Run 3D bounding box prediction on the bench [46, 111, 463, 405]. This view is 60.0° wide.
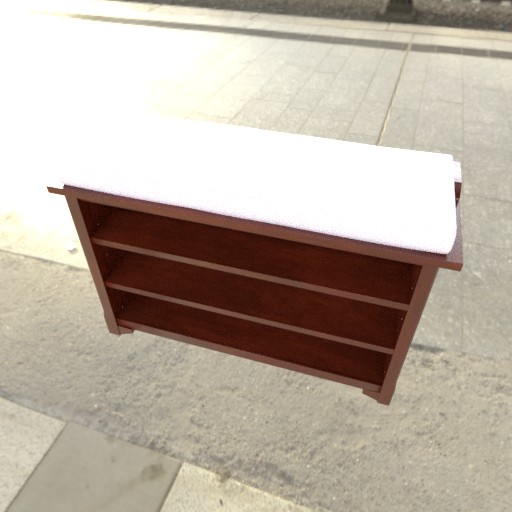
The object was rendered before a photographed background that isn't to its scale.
[{"bbox_3d":[0.000,0.000,1.305,0.987,0.646,0.369,12,43,13],"label":"bench"}]
